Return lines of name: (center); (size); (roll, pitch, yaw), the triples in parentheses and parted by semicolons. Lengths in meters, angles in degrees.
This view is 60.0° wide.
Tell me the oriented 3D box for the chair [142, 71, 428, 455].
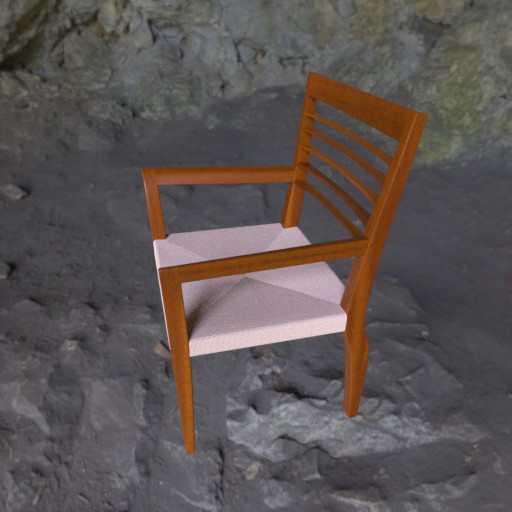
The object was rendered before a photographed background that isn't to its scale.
chair: (0.000, 0.000, 1.219); (0.540, 0.855, 0.587); (-8, 31, -13)
